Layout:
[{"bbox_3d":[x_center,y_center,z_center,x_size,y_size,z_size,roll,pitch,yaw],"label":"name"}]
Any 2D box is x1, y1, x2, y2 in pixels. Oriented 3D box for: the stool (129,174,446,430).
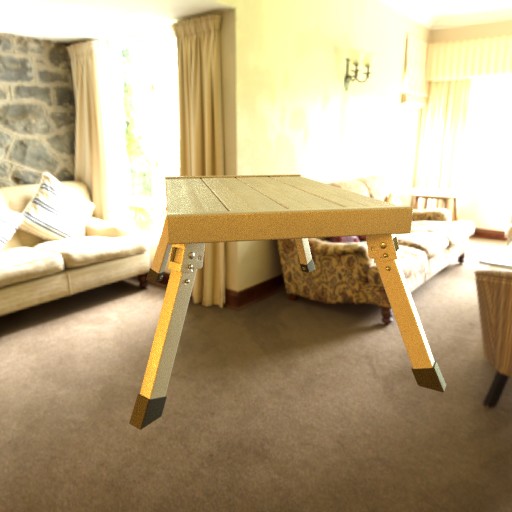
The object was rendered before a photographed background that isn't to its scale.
[{"bbox_3d":[0.000,0.000,0.732,0.385,0.225,0.535,-3,16,-11],"label":"stool"}]
